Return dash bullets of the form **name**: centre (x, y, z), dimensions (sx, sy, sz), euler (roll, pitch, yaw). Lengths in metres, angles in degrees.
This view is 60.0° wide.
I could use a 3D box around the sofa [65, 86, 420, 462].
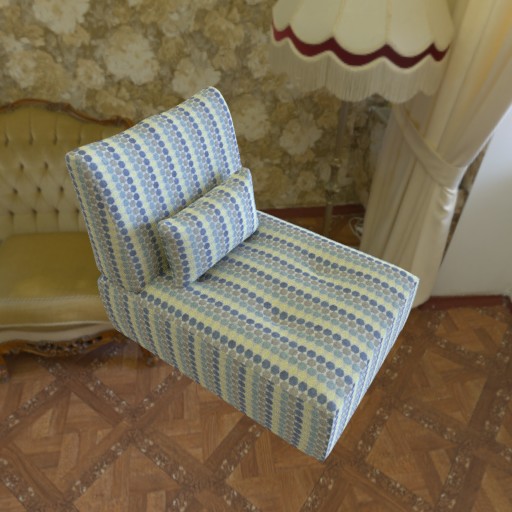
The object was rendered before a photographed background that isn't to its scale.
- **sofa**: centre (0.000, 0.000, 1.566), dimensions (1.000, 0.820, 0.700), euler (25, 47, 26)
